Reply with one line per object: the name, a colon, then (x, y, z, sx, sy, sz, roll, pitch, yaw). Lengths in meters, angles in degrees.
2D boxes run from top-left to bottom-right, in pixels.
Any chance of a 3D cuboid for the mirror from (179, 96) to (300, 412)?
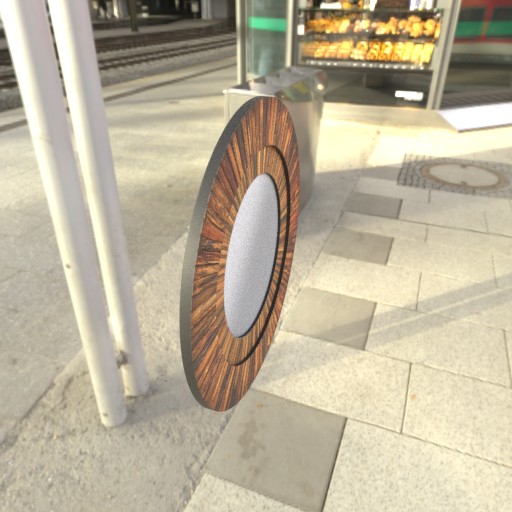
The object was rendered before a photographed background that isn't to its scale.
mirror: (0.000, 0.000, 1.584, 0.036, 1.077, 1.077, 10, 31, 17)
